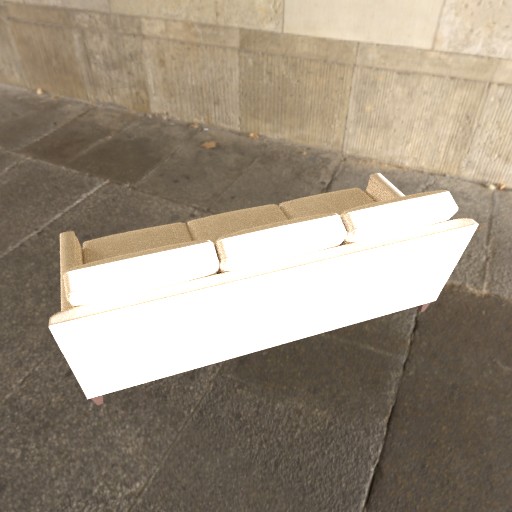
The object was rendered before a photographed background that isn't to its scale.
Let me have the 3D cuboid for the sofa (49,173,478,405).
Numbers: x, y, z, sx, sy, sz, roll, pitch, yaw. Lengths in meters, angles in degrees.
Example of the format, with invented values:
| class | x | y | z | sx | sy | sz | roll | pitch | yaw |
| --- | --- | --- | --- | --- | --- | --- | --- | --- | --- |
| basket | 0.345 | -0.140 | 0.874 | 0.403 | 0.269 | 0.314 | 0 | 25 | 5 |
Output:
| class | x | y | z | sx | sy | sz | roll | pitch | yaw |
| --- | --- | --- | --- | --- | --- | --- | --- | --- | --- |
| sofa | 0.000 | 0.000 | 2.722 | 2.210 | 0.940 | 1.041 | -13 | 42 | -15 |
